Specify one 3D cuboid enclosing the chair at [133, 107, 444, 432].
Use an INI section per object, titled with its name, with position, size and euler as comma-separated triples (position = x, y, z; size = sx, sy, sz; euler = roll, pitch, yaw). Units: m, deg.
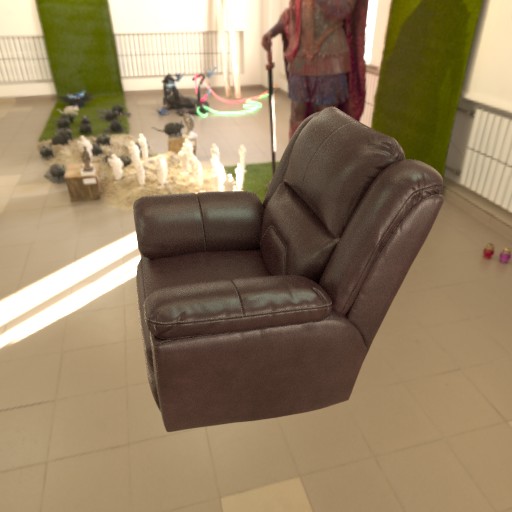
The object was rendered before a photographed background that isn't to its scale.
[chair]
position = 0.000, 0.000, 1.896
size = 1.041, 1.093, 0.990
euler = -8, 32, -13
